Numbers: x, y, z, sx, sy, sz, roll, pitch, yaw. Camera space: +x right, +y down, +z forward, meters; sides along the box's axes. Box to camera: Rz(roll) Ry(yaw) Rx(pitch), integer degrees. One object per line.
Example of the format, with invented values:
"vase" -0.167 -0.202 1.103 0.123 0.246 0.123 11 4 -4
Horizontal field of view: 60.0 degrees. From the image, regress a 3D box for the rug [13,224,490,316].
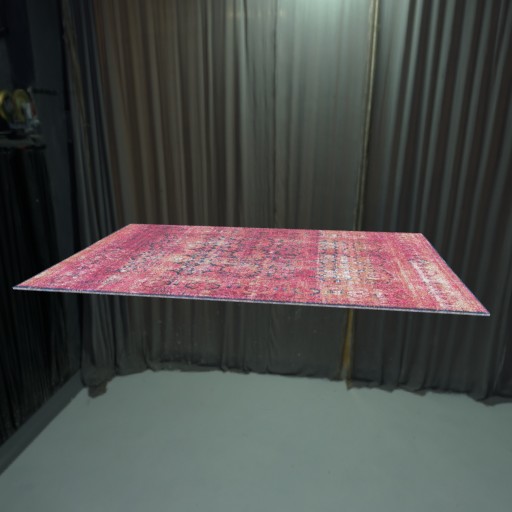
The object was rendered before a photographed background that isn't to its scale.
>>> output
"rug" 0.000 0.000 2.955 2.449 0.018 1.539 2 17 8
